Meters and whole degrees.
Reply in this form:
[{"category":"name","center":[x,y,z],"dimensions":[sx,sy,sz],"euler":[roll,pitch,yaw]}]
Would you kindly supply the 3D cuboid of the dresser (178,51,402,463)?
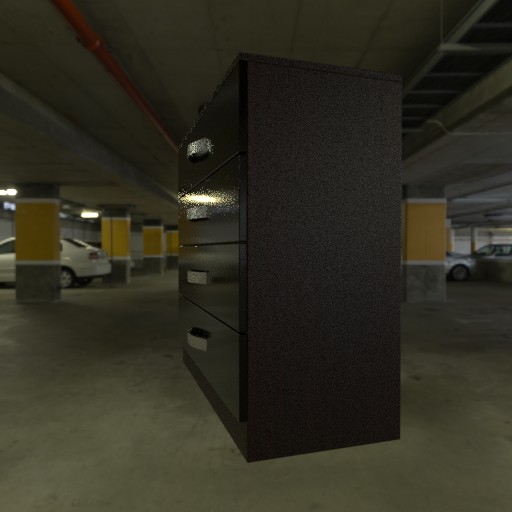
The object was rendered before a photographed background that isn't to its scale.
[{"category":"dresser","center":[0.000,0.000,1.175],"dimensions":[0.360,0.720,0.750],"euler":[0,1,-18]}]
